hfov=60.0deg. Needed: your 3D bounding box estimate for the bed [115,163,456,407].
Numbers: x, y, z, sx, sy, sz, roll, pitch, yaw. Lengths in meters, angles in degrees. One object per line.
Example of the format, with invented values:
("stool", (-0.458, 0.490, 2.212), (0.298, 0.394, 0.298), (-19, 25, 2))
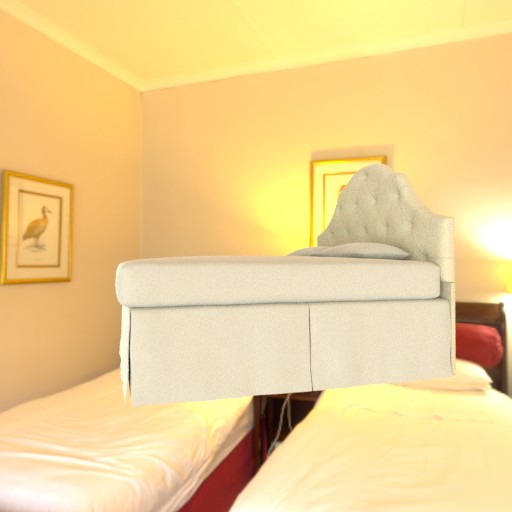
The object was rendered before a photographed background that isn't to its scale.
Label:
("bed", (0.000, 0.000, 3.463), (2.086, 1.555, 2.012), (0, -1, -17))
